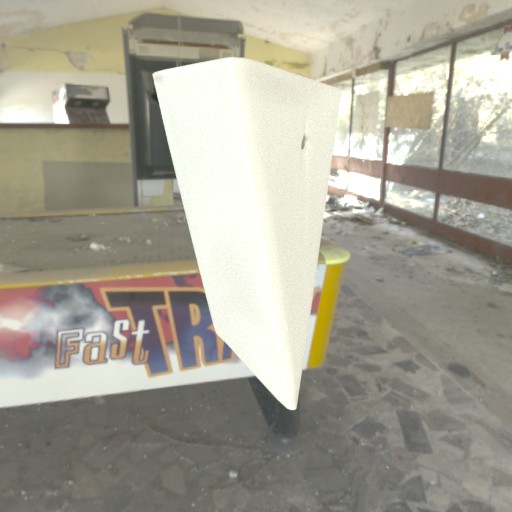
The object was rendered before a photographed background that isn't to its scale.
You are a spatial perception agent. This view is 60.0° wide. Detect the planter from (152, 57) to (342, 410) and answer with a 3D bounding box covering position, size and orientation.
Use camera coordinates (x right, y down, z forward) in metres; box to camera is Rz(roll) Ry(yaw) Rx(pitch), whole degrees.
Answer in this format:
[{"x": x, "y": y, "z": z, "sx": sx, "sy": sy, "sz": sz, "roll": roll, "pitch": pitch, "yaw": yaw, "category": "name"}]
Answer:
[{"x": 0.000, "y": 0.000, "z": 0.267, "sx": 0.060, "sy": 0.197, "sz": 0.150, "roll": 7, "pitch": 17, "yaw": 24, "category": "planter"}]
